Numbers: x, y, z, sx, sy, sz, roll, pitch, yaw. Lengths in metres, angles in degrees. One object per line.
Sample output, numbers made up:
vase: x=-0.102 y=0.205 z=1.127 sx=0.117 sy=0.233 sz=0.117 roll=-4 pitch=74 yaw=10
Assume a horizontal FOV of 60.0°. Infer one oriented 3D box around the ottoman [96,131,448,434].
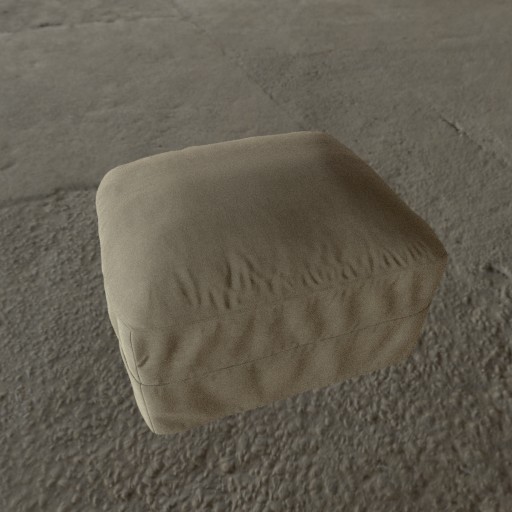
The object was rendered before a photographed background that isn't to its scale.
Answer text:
ottoman: x=0.000 y=0.000 z=1.100 sx=0.712 sy=0.480 sz=0.584 roll=-13 pitch=43 yaw=-14
